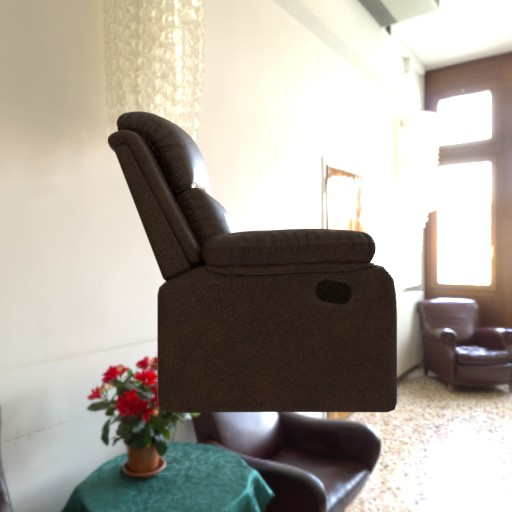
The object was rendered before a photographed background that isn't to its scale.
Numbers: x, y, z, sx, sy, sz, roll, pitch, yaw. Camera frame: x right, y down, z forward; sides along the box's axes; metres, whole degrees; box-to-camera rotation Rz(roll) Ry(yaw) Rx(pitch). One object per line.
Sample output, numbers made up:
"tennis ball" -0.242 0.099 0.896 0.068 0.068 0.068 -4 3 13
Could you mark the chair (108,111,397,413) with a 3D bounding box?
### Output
"chair" 0.000 0.000 1.687 0.919 0.992 0.855 0 0 0
